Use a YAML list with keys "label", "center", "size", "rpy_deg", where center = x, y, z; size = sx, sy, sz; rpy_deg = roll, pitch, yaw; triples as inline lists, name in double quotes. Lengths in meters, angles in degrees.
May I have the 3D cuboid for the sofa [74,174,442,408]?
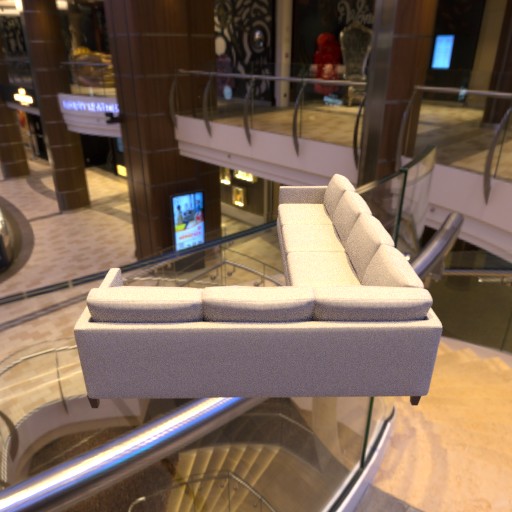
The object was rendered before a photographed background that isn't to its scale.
- label: "sofa"
  center: [0.000, 0.000, 4.525]
  size: [2.522, 0.934, 3.333]
  rpy_deg: [0, 25, -1]
